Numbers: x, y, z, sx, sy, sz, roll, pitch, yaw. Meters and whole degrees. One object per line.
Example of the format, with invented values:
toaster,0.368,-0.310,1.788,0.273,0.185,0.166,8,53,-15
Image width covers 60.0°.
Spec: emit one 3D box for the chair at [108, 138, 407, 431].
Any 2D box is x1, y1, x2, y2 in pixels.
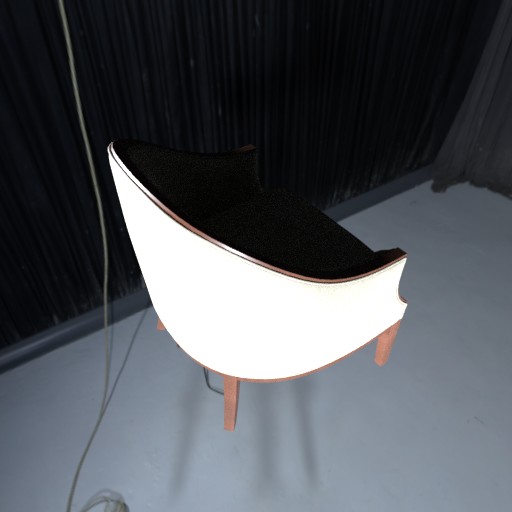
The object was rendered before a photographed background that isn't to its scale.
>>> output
chair,0.000,0.000,1.482,0.735,0.876,0.803,-25,48,-25
